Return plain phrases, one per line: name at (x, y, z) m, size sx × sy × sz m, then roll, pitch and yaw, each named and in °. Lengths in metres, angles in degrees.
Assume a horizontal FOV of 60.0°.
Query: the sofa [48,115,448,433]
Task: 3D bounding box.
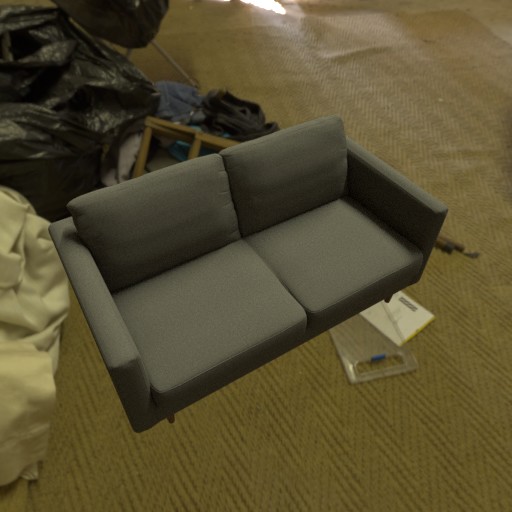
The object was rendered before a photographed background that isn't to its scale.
sofa at (0.000, 0.000, 2.247) m, size 1.713 × 0.866 × 0.940 m, roll -24°, pitch 50°, yaw -21°
